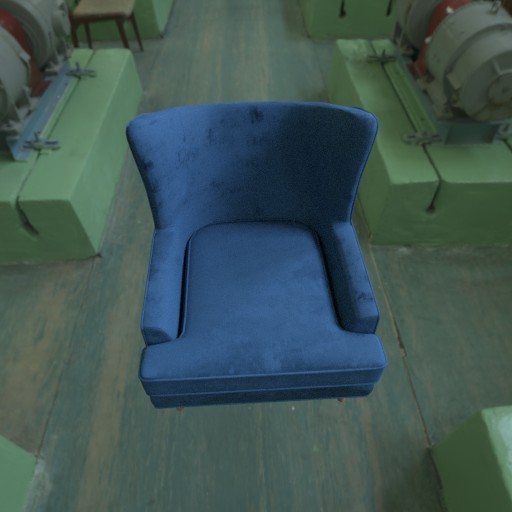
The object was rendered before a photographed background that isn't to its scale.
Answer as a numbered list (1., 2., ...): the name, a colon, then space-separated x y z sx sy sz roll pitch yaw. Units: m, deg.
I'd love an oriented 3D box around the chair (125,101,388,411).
1. chair: 0.000 0.000 1.633 0.793 0.952 0.910 -2 47 -2
